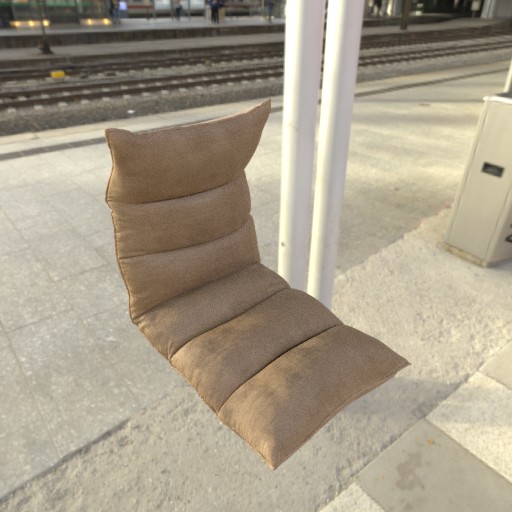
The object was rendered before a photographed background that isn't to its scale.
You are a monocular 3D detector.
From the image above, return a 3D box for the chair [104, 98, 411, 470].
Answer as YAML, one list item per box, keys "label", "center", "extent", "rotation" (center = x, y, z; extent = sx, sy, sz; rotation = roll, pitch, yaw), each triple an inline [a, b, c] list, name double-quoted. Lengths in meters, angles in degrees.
- label: "chair"
  center: [0.000, 0.000, 1.561]
  extent: [0.714, 0.892, 0.985]
  rotation: [-23, 37, -34]
